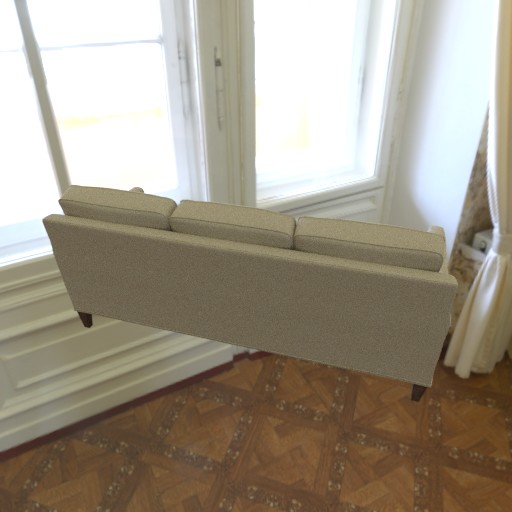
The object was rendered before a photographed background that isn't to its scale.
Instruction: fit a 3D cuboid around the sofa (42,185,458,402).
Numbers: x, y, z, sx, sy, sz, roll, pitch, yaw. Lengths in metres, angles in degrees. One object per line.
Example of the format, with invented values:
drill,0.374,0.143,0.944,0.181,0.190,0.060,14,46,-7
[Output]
sofa,0.000,0.000,2.792,2.246,1.003,1.084,9,33,14
